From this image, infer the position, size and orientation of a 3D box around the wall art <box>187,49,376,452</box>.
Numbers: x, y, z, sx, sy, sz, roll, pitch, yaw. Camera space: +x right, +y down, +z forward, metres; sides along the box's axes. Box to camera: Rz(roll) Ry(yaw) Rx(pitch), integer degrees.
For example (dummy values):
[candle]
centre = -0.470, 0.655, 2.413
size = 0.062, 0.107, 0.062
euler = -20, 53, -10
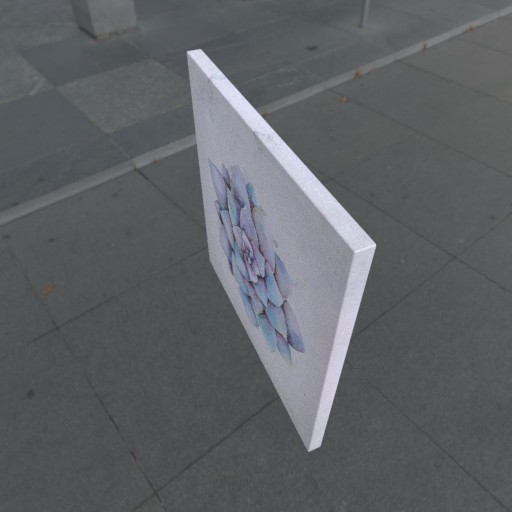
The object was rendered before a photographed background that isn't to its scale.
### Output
[wall art]
centre = 0.000, 0.000, 1.143
size = 0.038, 0.762, 0.762
euler = -18, 49, -16
